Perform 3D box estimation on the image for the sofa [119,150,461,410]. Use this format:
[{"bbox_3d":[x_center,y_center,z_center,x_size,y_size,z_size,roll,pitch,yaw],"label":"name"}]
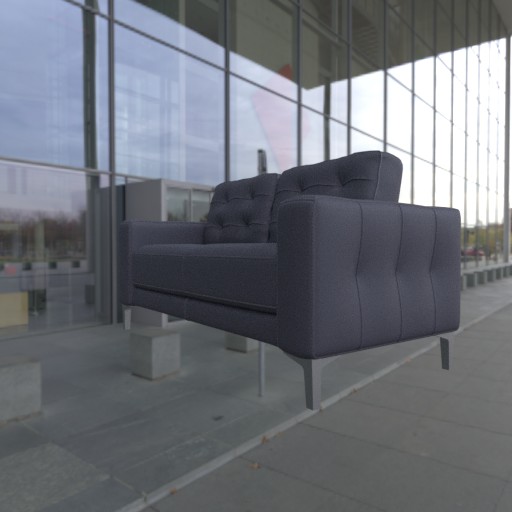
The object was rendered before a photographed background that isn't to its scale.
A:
[{"bbox_3d":[0.000,0.000,2.213,0.833,0.893,1.726,-1,1,-36],"label":"sofa"}]
